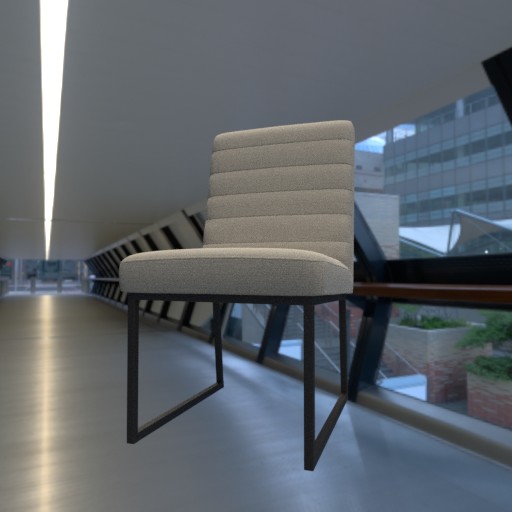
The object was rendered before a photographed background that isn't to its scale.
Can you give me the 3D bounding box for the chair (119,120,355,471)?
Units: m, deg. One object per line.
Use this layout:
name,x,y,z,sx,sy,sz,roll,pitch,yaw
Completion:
chair,0.000,0.000,1.304,0.520,0.930,0.634,-1,-2,19
